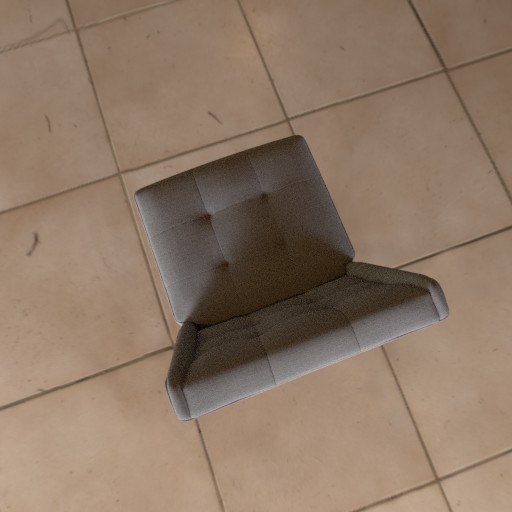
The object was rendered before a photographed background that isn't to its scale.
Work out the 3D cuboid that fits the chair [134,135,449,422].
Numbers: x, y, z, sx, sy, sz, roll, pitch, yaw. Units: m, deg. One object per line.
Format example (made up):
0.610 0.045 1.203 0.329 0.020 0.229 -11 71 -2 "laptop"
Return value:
0.000 0.000 1.292 0.569 0.853 0.676 -20 77 -5 "chair"
